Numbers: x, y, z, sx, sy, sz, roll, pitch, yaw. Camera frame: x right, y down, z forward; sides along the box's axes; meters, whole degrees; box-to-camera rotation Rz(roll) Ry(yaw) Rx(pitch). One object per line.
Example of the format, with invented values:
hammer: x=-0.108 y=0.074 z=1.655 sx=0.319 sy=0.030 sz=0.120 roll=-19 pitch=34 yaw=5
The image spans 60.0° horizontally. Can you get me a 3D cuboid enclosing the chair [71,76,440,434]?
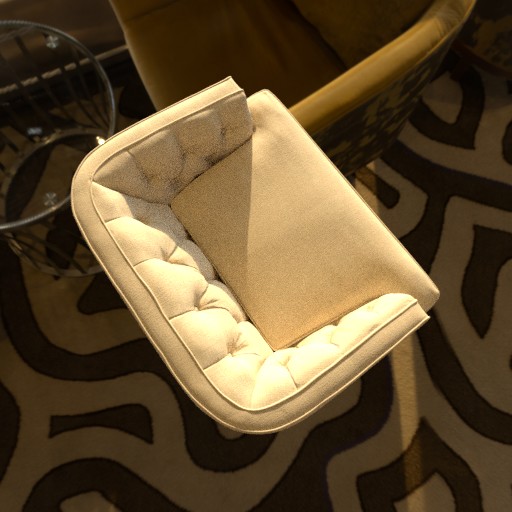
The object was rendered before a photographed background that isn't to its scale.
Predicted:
chair: x=0.000 y=0.000 z=1.715 sx=0.914 sy=0.787 sz=1.118 roll=-35 pitch=78 yaw=-9
